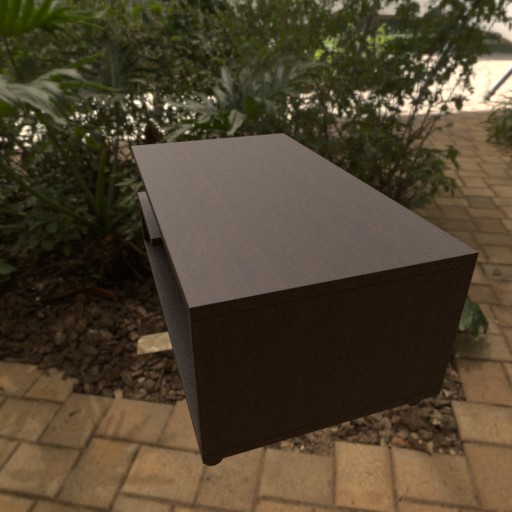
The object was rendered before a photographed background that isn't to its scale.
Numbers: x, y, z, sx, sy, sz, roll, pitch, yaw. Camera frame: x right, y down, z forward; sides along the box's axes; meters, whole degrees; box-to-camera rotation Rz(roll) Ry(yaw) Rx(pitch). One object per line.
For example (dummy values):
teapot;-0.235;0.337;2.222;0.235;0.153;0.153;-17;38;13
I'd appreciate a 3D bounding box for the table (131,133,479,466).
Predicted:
table;0.000;0.000;1.353;0.590;0.460;1.050;-9;30;-16
